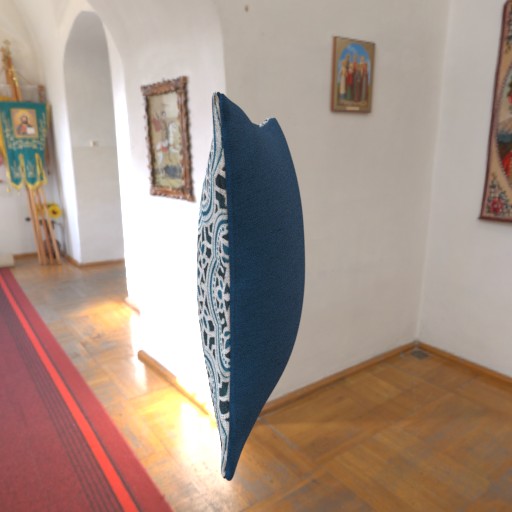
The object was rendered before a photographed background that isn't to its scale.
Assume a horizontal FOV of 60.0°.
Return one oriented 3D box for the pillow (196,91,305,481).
[{"bbox_3d":[0.000,0.000,0.658,0.145,0.420,0.440,2,15,9],"label":"pillow"}]
